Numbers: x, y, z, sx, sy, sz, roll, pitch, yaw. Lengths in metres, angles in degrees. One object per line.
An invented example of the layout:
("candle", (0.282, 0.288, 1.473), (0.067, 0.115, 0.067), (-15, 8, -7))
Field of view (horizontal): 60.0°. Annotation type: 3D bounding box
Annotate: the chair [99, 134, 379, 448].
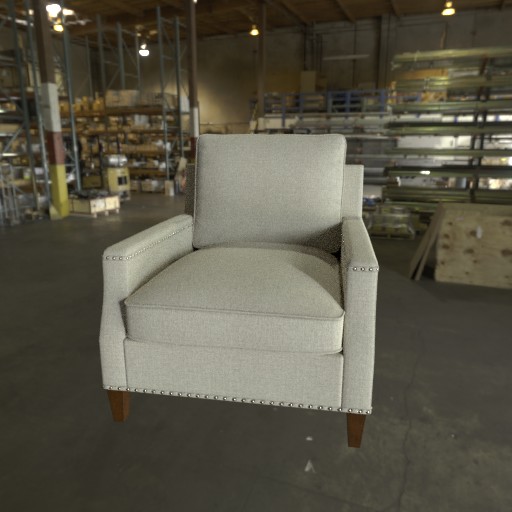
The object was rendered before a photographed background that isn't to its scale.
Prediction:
("chair", (0.000, 0.000, 1.732), (0.853, 0.943, 1.014), (2, 14, 9))
